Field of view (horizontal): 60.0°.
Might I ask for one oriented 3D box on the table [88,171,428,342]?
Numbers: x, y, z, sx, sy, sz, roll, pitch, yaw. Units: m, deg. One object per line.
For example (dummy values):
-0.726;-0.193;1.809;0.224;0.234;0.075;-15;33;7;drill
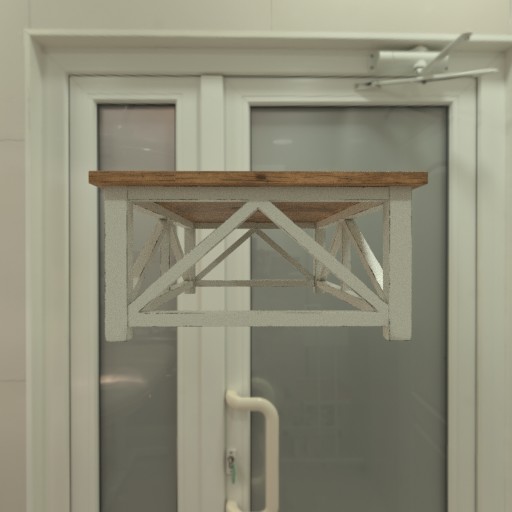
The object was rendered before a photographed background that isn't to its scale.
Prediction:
0.000;0.000;1.744;0.800;0.410;1.400;0;0;-1;table
